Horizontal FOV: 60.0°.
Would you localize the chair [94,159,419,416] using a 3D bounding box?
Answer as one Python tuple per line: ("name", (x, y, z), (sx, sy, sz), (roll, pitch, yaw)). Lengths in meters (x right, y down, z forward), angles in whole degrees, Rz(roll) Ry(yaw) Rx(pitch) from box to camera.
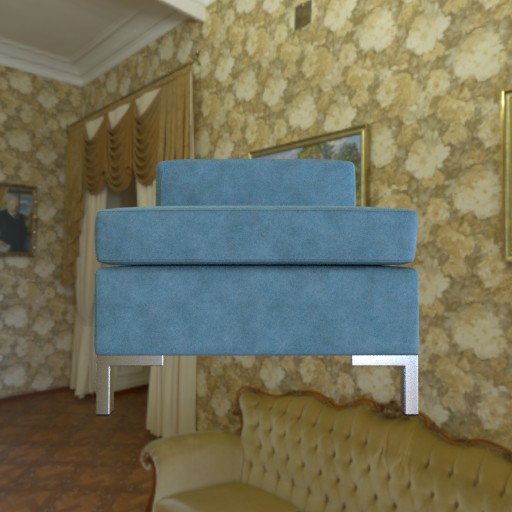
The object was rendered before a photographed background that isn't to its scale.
("chair", (0.000, 0.000, 1.216), (0.684, 0.660, 0.685), (0, -1, 0))
